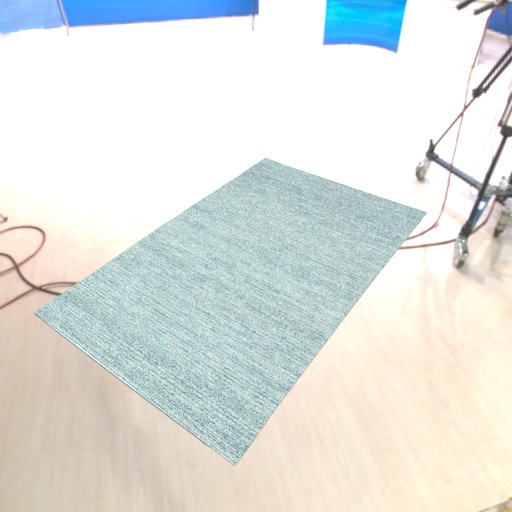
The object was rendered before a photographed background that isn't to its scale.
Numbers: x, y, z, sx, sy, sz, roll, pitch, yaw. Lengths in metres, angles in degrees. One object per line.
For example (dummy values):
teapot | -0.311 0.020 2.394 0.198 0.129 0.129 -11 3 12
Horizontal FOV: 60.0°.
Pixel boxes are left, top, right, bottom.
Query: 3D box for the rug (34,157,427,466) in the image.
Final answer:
rug | 0.000 0.000 2.325 1.174 0.022 1.853 25 47 27
